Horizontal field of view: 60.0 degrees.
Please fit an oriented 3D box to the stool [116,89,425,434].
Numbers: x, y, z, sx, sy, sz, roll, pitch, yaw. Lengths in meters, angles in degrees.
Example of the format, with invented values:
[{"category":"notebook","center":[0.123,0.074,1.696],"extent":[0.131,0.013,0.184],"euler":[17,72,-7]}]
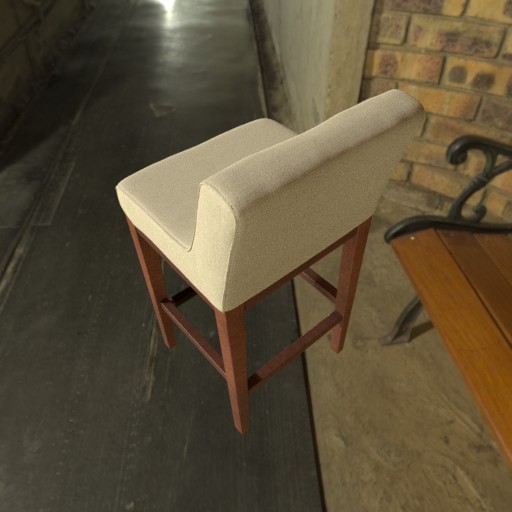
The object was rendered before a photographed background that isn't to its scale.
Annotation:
[{"category":"stool","center":[0.000,0.000,1.222],"extent":[0.511,0.937,0.500],"euler":[-32,54,-27]}]
